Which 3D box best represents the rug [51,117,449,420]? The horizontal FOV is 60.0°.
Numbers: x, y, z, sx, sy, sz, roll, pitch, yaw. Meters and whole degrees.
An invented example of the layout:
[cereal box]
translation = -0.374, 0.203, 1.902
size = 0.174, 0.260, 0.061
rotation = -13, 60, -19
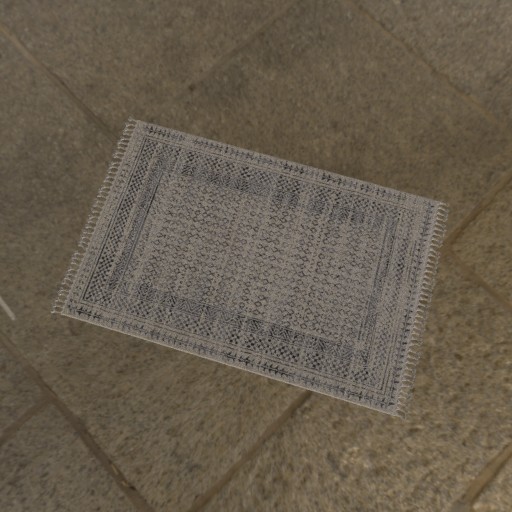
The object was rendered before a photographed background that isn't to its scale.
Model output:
[rug]
translation = 0.000, 0.000, 3.097
size = 2.486, 0.013, 1.548
rotation = 16, 77, 4
